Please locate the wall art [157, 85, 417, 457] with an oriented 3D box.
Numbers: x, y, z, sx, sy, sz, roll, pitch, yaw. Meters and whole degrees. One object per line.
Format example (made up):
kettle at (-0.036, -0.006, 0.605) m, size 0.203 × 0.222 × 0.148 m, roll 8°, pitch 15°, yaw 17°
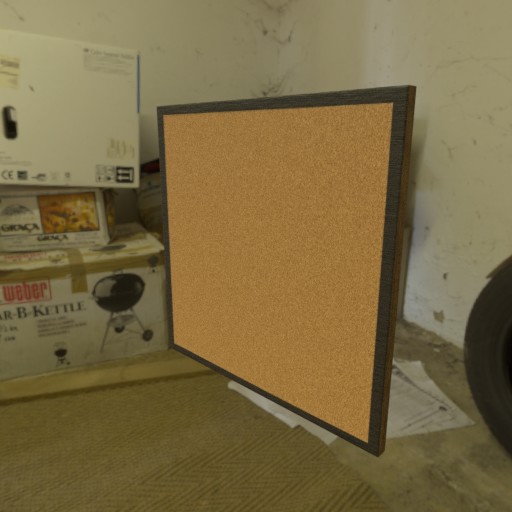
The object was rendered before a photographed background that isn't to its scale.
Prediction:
wall art at (0.000, 0.000, 1.029) m, size 0.695 × 0.691 × 0.029 m, roll 14°, pitch 20°, yaw 42°
